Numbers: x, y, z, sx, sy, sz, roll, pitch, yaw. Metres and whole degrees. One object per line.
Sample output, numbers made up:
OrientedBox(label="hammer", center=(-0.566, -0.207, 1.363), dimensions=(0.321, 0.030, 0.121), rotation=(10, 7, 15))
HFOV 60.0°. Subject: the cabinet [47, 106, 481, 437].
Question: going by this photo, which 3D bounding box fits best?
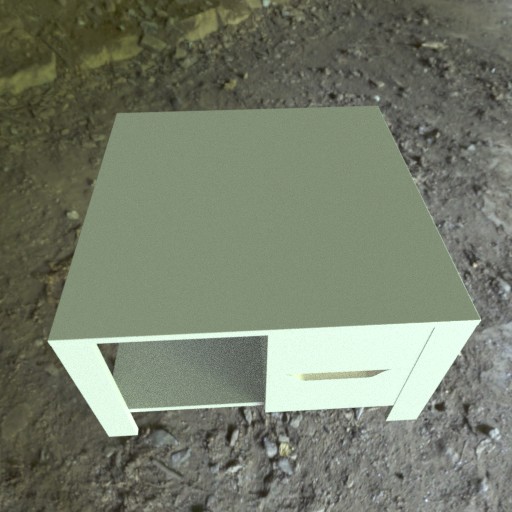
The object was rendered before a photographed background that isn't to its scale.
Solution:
OrientedBox(label="cabinet", center=(0.000, 0.000, 1.254), dimensions=(0.800, 0.460, 0.800), rotation=(-2, 47, -2))
